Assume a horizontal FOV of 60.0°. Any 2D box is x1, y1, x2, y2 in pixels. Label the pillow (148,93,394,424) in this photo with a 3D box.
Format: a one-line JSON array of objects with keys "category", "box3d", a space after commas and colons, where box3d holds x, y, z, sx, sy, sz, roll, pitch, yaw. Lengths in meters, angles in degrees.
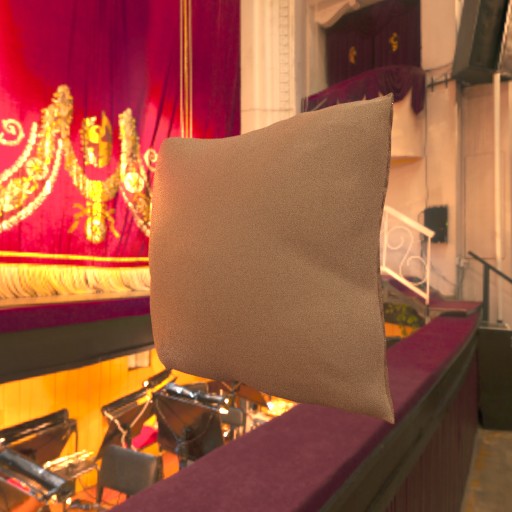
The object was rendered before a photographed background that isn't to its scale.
[{"category": "pillow", "box3d": [0.000, 0.000, 0.718, 0.450, 0.448, 0.245, 0, 0, 37]}]
